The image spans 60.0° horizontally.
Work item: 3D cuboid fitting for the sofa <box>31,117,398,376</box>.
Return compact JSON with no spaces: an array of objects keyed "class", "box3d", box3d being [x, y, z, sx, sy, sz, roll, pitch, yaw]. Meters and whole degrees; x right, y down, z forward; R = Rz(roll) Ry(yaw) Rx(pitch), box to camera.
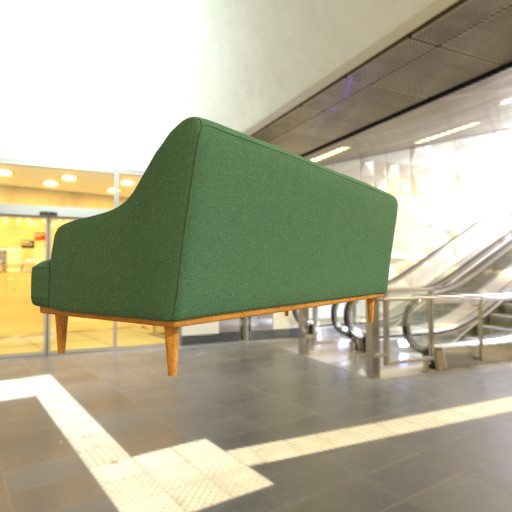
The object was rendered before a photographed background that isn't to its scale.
[{"class":"sofa","box3d":[0.000,0.000,2.464,0.978,0.871,2.057,-1,-2,35]}]
